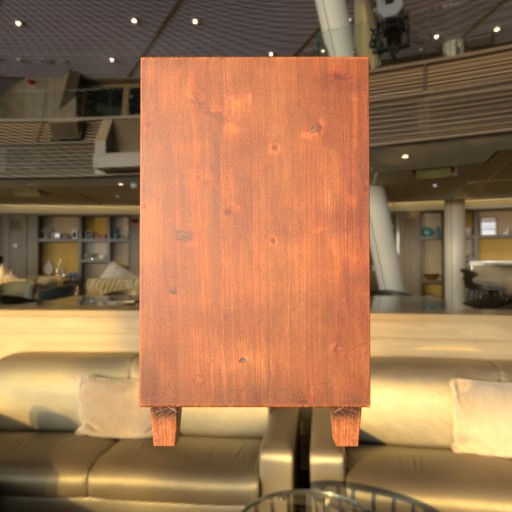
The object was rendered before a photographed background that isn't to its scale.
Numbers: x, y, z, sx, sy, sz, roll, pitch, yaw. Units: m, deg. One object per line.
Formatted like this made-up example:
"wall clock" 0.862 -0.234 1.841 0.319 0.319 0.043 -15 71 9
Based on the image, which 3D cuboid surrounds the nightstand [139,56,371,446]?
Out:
"nightstand" 0.000 0.000 1.008 0.410 0.695 0.465 0 -1 0
